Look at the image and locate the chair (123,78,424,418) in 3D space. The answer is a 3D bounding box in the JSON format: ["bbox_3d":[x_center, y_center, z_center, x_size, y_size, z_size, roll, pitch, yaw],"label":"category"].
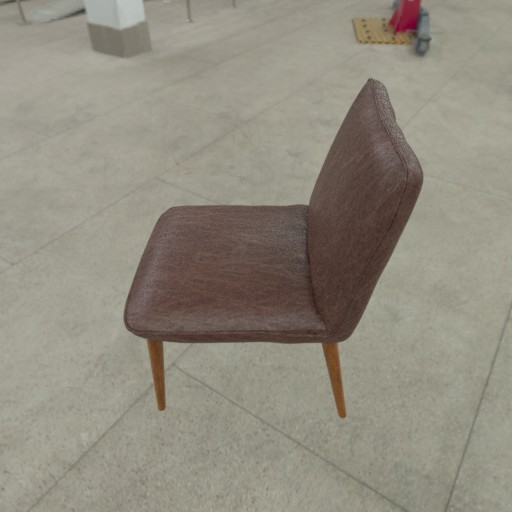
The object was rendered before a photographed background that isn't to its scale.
[{"bbox_3d":[0.000,0.000,1.188,0.645,0.803,0.543,-1,41,-1],"label":"chair"}]
